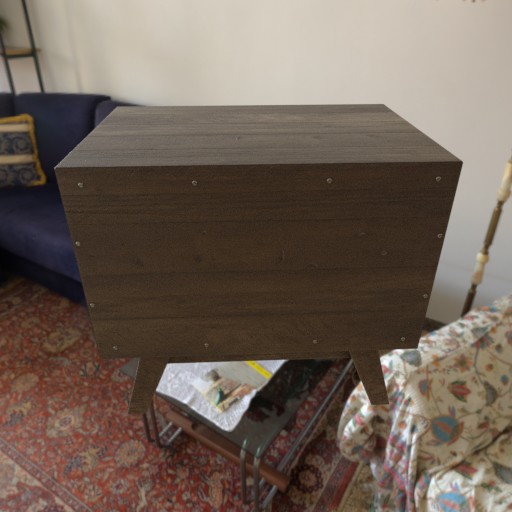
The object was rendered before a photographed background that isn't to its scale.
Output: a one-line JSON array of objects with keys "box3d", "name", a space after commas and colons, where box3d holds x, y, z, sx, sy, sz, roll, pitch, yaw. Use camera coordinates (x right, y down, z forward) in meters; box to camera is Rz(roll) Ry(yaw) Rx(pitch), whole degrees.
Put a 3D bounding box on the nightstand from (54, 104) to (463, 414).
[{"box3d": [0.000, 0.000, 1.046, 0.650, 0.599, 0.450, -1, 31, -2], "name": "nightstand"}]
